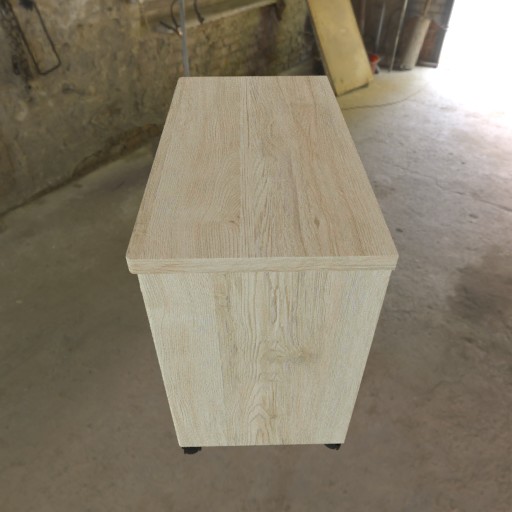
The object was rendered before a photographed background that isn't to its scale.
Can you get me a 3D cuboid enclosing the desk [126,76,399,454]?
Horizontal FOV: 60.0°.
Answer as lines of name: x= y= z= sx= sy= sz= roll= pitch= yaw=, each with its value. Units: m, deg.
desk: x=0.000 y=0.000 z=1.356 sx=0.480 sy=0.770 sz=0.885 roll=-1 pitch=41 yaw=-1
